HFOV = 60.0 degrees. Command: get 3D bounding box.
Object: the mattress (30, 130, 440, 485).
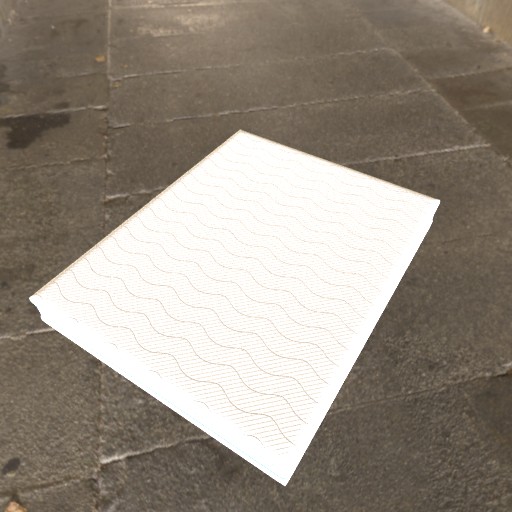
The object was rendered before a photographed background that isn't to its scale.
[{"bbox_3d":[0.000,0.000,2.717,1.600,0.230,2.000,25,52,22],"label":"mattress"}]
